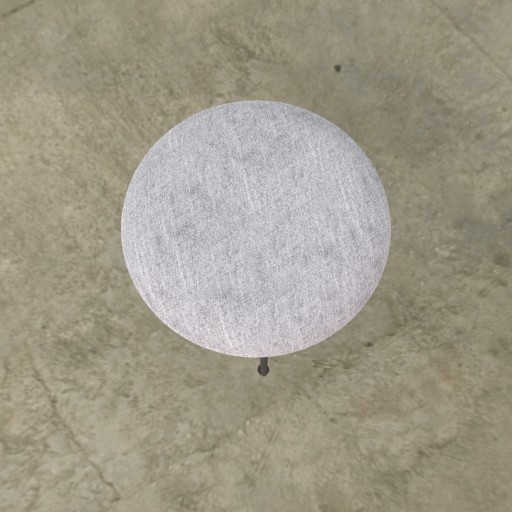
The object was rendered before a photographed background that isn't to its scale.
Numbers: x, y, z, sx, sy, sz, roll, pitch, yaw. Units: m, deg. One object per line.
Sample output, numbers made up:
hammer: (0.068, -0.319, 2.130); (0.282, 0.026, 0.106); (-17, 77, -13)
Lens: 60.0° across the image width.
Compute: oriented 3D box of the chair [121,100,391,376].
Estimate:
chair: (0.000, 0.000, 0.664); (0.350, 0.386, 0.350); (-5, 75, -1)
